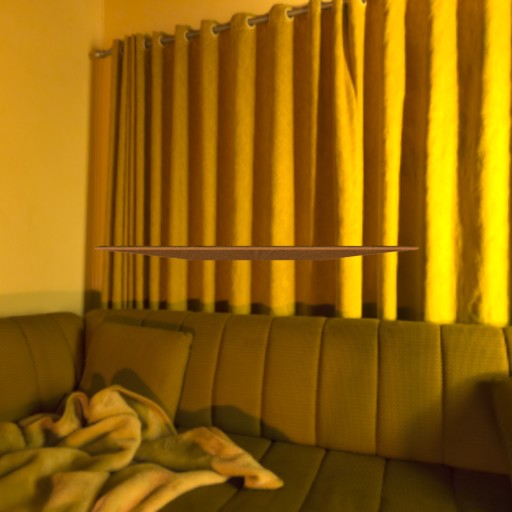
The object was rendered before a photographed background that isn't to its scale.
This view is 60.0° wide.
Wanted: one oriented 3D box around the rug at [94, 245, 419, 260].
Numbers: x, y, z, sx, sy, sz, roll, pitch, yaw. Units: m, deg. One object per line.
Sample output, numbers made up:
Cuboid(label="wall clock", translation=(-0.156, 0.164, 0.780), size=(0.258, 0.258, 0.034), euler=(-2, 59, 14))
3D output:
Cuboid(label="rug", translation=(0.000, 0.000, 1.429), size=(0.605, 0.007, 1.220), euler=(0, -2, 0))
